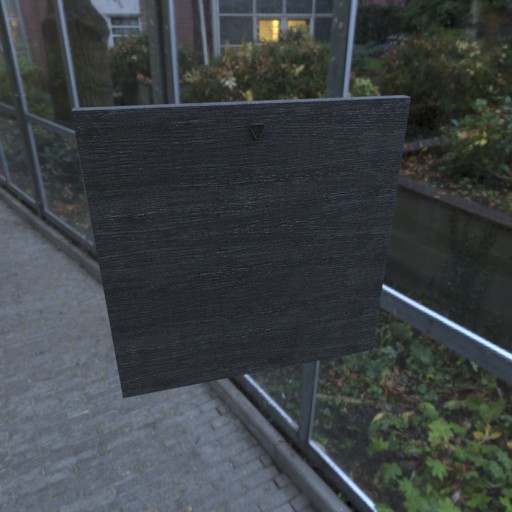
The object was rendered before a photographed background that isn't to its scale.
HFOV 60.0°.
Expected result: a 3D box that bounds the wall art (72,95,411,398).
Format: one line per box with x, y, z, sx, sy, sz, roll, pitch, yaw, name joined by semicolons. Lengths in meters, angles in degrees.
0.000;0.000;0.695;0.462;0.459;0.027;-7;28;-14;wall art
